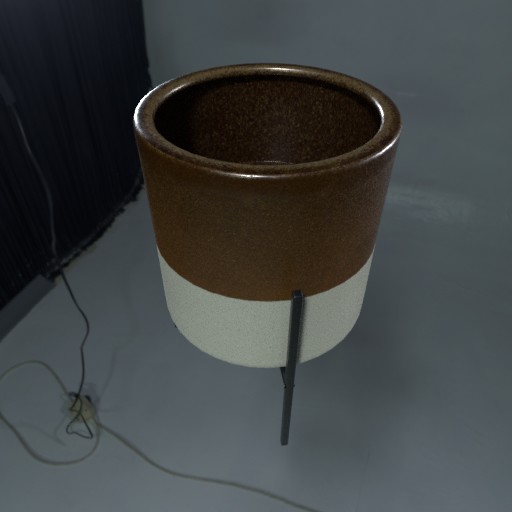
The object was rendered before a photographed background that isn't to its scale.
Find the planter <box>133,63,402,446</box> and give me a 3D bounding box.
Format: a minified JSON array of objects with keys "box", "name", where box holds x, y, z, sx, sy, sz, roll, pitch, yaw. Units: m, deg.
[{"box":[0.000,0.000,0.537,0.269,0.375,0.255,12,43,14],"name":"planter"}]
